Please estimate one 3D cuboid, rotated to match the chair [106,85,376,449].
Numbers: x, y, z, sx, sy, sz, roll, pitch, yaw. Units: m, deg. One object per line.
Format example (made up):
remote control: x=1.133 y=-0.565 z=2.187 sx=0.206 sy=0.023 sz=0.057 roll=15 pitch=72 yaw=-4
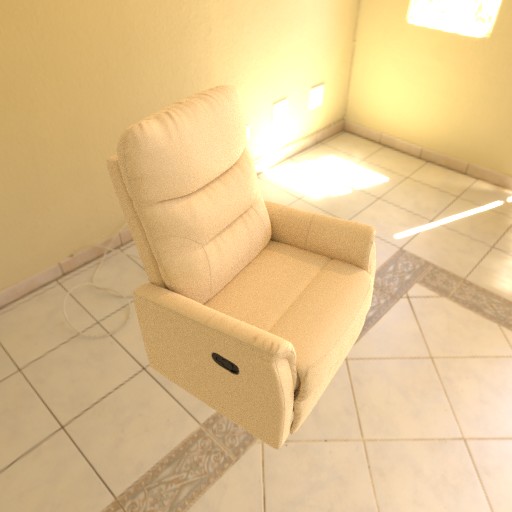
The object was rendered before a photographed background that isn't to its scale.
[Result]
chair: x=0.000 y=0.000 z=1.691 sx=0.831 sy=1.082 sz=0.775 roll=24 pitch=46 yaw=25
